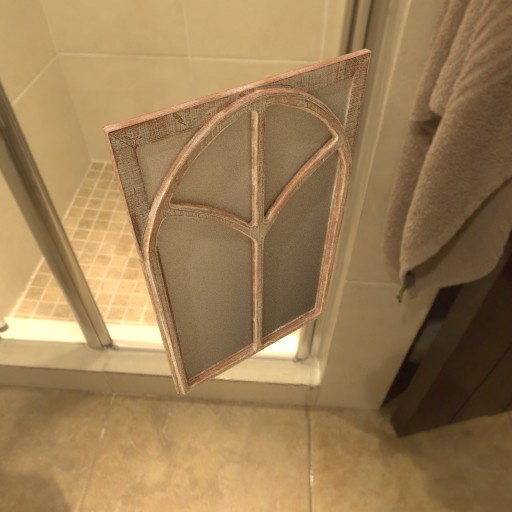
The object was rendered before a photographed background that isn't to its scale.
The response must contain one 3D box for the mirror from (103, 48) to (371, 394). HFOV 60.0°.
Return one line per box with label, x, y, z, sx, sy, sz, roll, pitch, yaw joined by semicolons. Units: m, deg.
mirror;0.000;0.000;0.988;0.495;0.787;0.058;-25;52;-22
